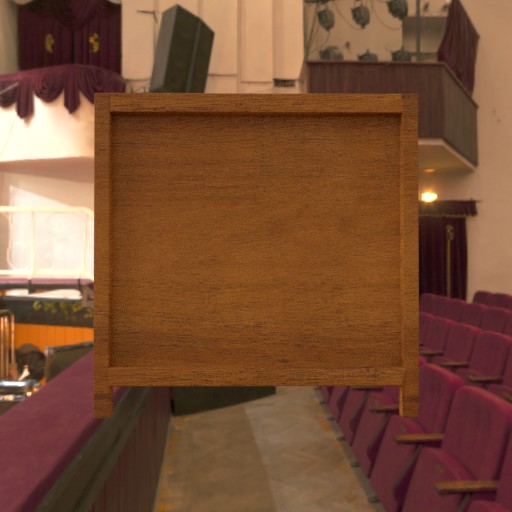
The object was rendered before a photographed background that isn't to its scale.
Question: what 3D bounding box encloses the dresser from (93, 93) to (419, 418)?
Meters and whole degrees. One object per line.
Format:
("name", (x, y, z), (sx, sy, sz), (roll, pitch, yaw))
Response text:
("dresser", (0.000, 0.000, 1.305), (0.804, 0.804, 0.427), (0, -1, 0))
